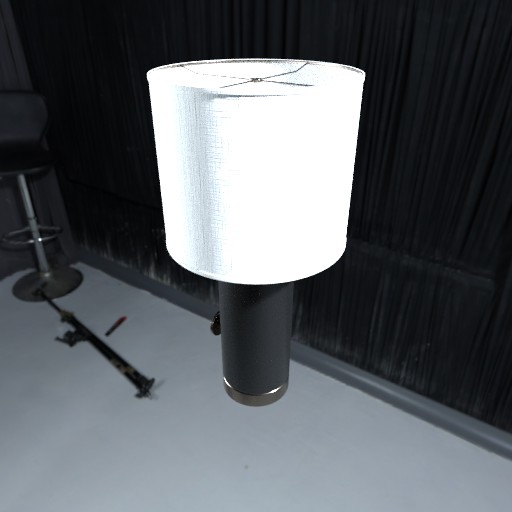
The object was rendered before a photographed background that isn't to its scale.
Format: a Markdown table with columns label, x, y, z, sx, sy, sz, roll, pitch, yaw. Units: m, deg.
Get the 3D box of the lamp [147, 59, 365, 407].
| label | x | y | z | sx | sy | sz | roll | pitch | yaw |
| --- | --- | --- | --- | --- | --- | --- | --- | --- | --- |
| lamp | 0.000 | 0.000 | 0.620 | 0.240 | 0.482 | 0.241 | 19 | 35 | 30 |
